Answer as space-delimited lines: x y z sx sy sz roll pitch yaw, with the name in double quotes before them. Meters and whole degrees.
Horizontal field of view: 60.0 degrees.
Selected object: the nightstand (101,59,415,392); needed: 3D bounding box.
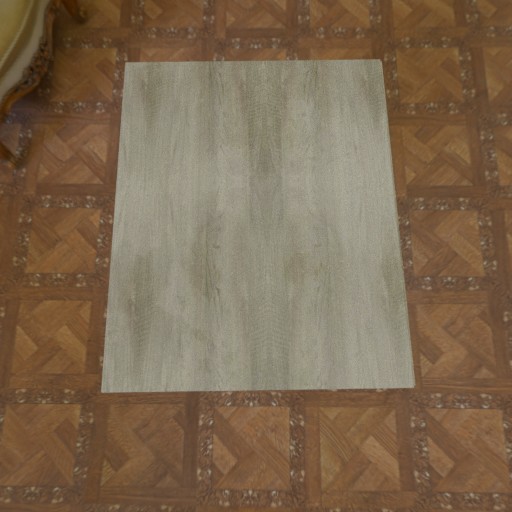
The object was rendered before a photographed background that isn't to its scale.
"nightstand" 0.000 0.000 0.759 0.347 0.448 0.427 -1 75 0
